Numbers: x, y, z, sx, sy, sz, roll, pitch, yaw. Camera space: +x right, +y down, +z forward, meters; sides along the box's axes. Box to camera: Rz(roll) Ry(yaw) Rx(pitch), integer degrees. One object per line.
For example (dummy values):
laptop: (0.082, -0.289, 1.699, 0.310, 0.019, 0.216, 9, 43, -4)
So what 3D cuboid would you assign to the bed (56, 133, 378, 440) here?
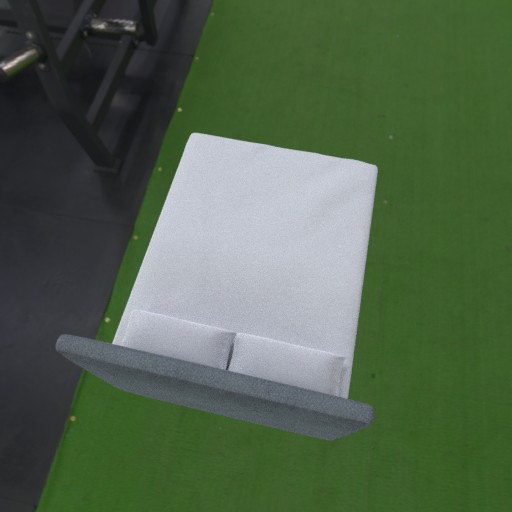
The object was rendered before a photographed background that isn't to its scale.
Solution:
bed: (0.000, 0.000, 3.213, 1.713, 1.330, 2.142, 12, 65, 6)
